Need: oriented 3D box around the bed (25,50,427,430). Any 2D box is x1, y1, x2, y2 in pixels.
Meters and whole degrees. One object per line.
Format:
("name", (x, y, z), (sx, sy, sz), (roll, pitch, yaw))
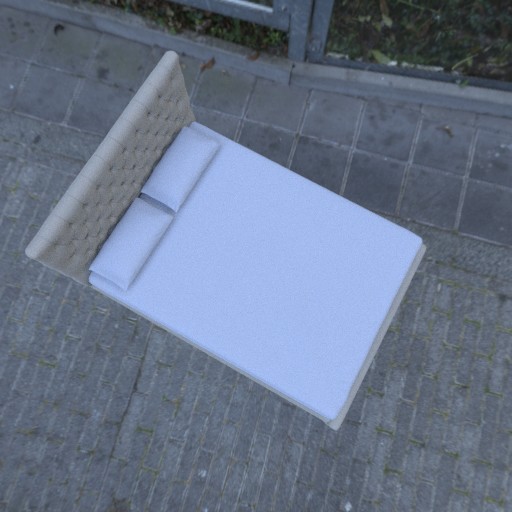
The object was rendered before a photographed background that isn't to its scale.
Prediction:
("bed", (0.000, 0.000, 3.432), (2.387, 1.427, 1.698), (29, 78, 7))
